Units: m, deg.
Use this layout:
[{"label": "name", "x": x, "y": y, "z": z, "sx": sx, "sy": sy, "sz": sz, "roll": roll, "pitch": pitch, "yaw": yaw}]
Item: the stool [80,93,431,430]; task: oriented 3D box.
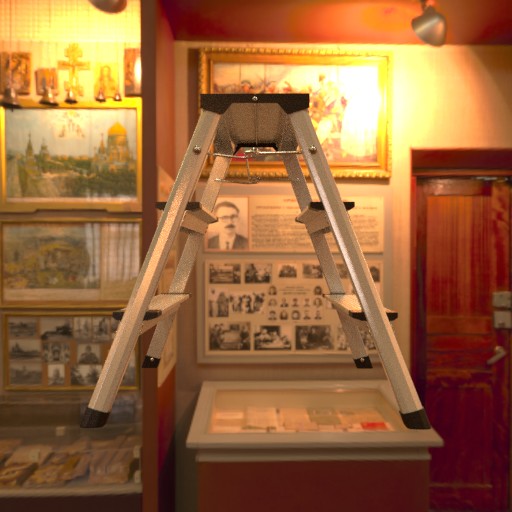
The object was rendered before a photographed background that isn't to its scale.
[{"label": "stool", "x": 0.000, "y": 0.000, "z": 0.994, "sx": 0.622, "sy": 0.605, "sz": 0.437, "roll": 0, "pitch": 0, "yaw": 1}]
